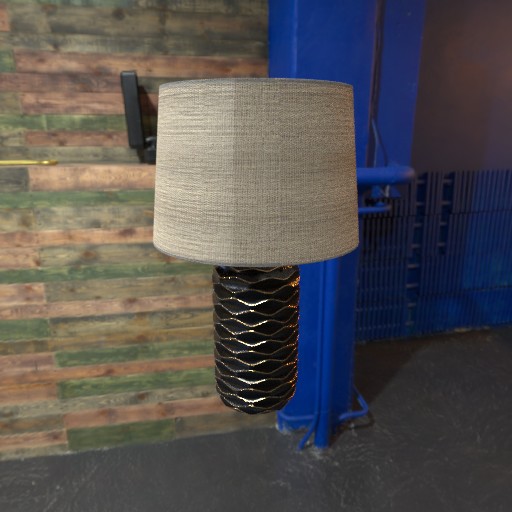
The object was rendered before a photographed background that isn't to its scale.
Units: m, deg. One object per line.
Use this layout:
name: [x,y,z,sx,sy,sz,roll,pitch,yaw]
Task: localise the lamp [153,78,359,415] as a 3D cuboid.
lamp: [0.000,0.000,0.838,0.376,0.594,0.376,0,16,0]
